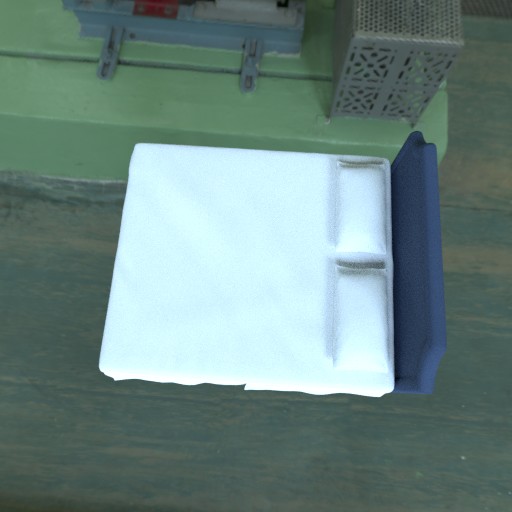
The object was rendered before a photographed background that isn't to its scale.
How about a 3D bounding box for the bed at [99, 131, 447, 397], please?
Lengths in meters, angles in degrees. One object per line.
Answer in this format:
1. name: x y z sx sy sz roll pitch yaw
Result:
1. bed: 0.000 0.000 4.027 2.773 1.488 2.350 4 74 1
